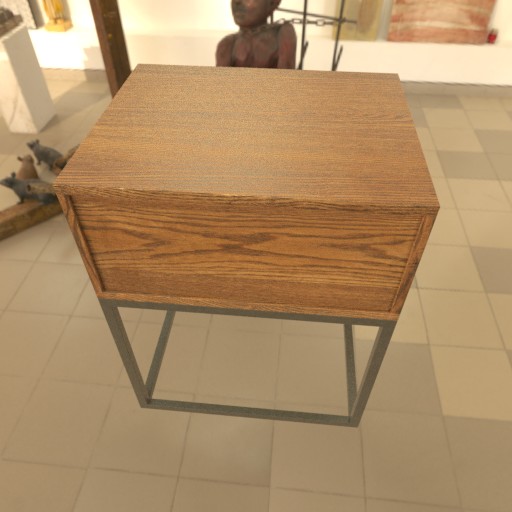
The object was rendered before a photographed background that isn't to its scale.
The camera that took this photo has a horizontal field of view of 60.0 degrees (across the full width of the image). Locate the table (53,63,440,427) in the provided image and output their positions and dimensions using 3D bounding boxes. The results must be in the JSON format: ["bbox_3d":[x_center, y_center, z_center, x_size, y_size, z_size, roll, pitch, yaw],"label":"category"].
[{"bbox_3d":[0.000,0.000,0.902,0.482,0.610,0.400,4,45,4],"label":"table"}]
